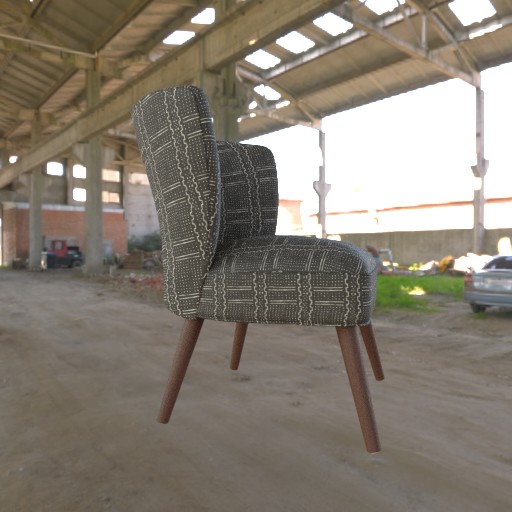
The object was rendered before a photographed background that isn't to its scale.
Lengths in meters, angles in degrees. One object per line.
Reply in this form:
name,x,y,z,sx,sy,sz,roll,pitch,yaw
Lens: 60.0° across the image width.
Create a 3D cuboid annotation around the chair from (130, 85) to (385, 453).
chair,0.000,0.000,1.367,0.758,0.866,0.710,0,1,17
